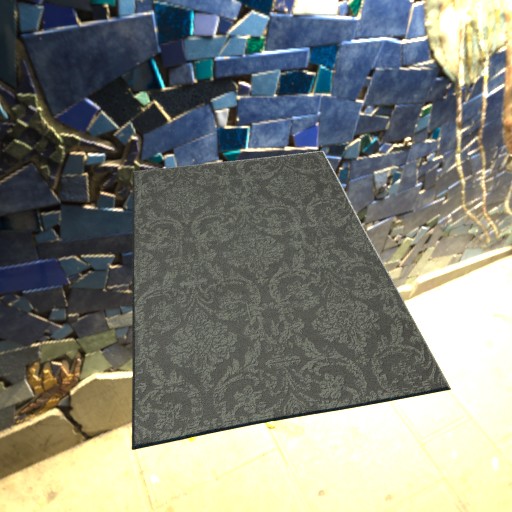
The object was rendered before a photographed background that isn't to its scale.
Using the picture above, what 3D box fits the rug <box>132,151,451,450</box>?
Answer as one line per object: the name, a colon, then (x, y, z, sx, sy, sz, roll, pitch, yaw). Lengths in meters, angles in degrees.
rug: (0.000, 0.000, 2.876, 1.578, 0.014, 2.206, -8, 46, -8)
